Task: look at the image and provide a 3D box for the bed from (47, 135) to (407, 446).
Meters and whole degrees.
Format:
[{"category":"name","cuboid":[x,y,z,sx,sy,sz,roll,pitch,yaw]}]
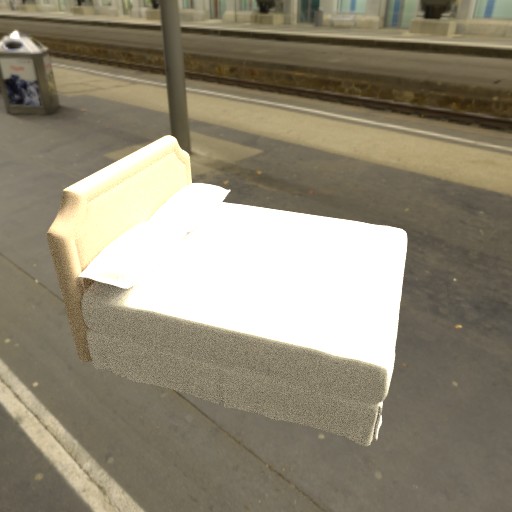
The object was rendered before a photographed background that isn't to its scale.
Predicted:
[{"category":"bed","cuboid":[0.000,0.000,3.939,2.548,1.524,2.134,10,32,17]}]
